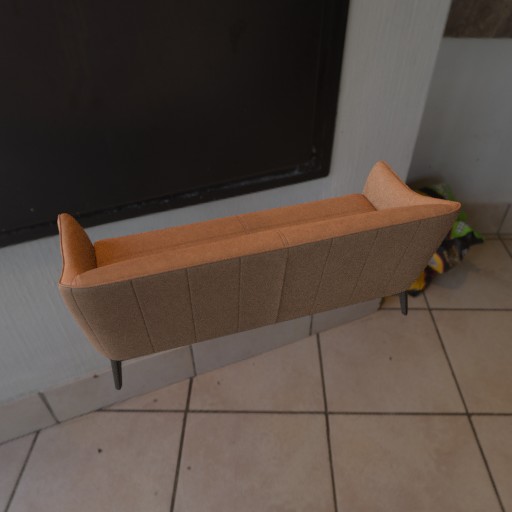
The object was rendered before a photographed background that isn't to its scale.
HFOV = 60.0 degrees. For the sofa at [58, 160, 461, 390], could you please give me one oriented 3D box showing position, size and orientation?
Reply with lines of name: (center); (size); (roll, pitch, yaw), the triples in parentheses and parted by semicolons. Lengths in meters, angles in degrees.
sofa: (0.000, 0.000, 2.377); (1.928, 0.830, 0.869); (-12, 42, -13)
